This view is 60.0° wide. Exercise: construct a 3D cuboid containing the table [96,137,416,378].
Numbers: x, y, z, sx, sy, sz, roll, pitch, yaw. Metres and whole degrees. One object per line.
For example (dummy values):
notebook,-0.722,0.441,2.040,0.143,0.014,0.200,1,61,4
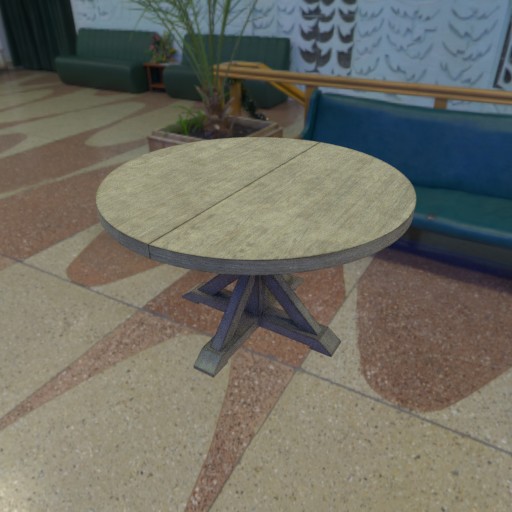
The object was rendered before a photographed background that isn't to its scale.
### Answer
table,0.000,0.000,2.166,1.363,0.781,1.363,0,31,0
